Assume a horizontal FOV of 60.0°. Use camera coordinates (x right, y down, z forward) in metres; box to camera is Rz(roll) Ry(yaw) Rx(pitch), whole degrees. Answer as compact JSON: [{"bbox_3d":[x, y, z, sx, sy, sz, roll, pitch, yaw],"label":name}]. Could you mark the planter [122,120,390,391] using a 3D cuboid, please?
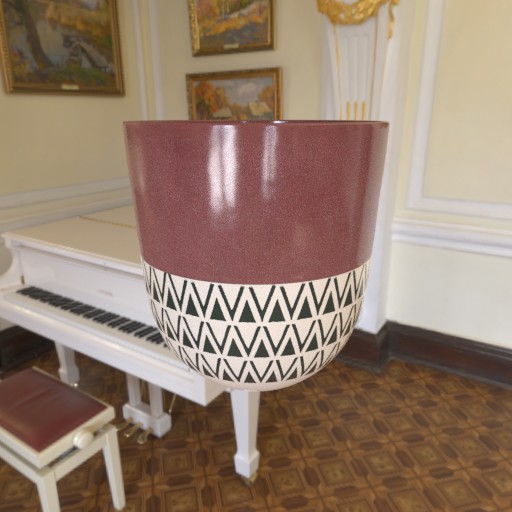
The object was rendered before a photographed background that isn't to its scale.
[{"bbox_3d":[0.000,0.000,0.368,0.195,0.214,0.195,0,18,0],"label":"planter"}]
